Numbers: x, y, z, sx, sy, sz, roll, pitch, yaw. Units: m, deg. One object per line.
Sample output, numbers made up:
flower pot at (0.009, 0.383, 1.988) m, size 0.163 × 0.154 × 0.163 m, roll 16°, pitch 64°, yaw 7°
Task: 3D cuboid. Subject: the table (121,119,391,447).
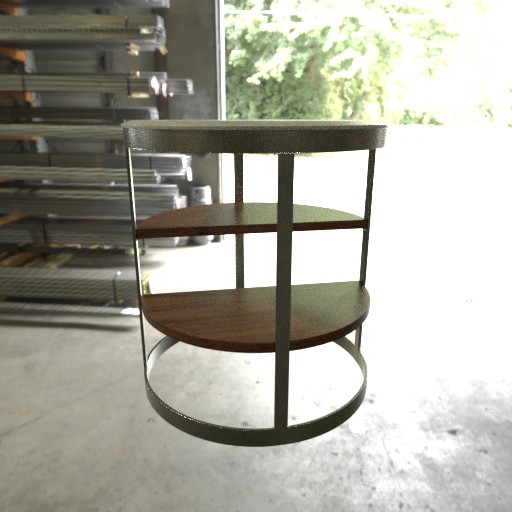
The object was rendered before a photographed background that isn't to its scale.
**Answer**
table at (0.000, 0.000, 0.760) m, size 0.407 × 0.447 × 0.407 m, roll 0°, pitch 17°, yaw 0°
